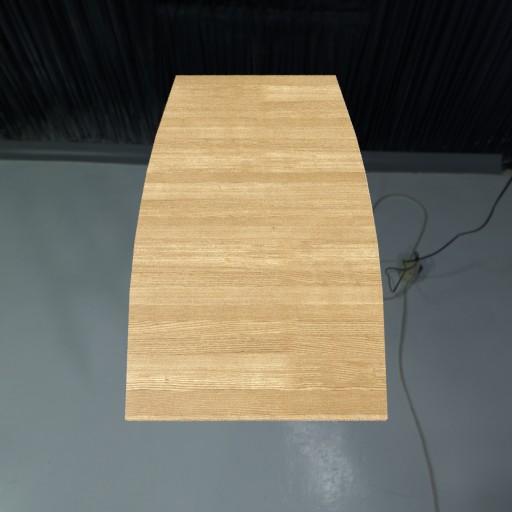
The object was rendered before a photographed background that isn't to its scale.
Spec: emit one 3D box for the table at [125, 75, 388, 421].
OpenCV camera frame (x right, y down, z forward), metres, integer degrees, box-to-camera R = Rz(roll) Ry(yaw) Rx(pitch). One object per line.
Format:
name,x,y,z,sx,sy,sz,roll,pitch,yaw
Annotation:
table,0.000,0.000,2.043,0.900,0.748,1.598,0,58,0
